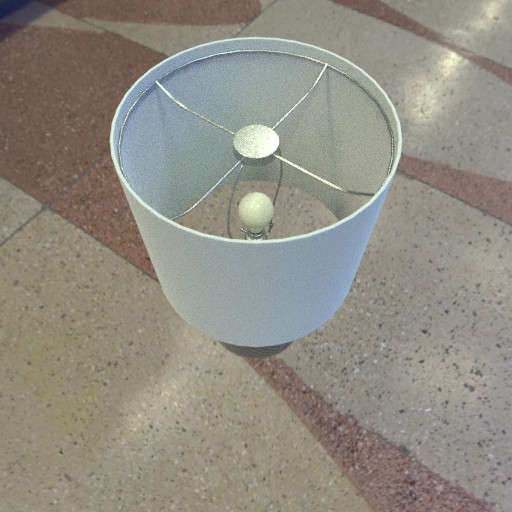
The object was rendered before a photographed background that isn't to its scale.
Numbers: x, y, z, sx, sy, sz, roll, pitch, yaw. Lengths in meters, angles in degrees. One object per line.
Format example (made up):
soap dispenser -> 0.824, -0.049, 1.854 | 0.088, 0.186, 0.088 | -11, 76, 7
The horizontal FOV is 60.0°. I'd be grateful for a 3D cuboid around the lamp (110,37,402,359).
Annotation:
lamp -> 0.000, 0.000, 0.473 | 0.207, 0.366, 0.207 | 32, 64, 18
